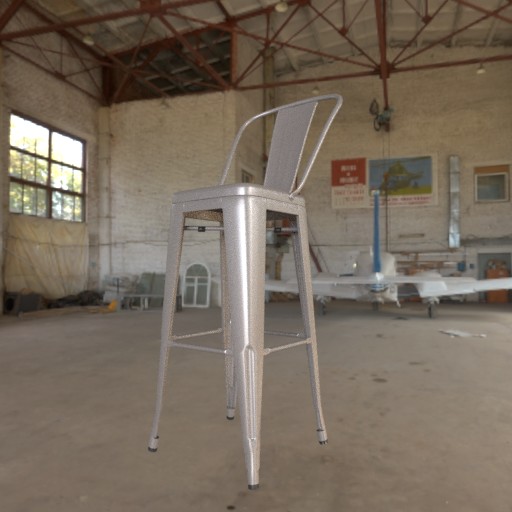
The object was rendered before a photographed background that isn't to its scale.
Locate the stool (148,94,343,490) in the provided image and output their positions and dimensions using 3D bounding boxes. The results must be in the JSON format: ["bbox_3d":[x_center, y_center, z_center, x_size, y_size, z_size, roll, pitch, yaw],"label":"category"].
[{"bbox_3d":[0.000,0.000,1.340,0.399,1.096,0.513,-1,-2,37],"label":"stool"}]
